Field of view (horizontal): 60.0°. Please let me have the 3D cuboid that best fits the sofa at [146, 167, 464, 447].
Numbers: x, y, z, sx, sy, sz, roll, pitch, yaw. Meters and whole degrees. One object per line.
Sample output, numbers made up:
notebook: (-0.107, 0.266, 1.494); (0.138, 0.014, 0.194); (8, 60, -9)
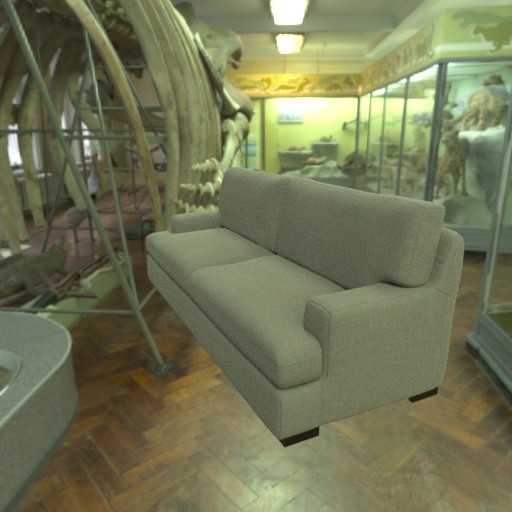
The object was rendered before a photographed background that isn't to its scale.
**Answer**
sofa: (0.000, 0.000, 2.870); (0.962, 0.980, 2.354); (-8, 18, -25)
